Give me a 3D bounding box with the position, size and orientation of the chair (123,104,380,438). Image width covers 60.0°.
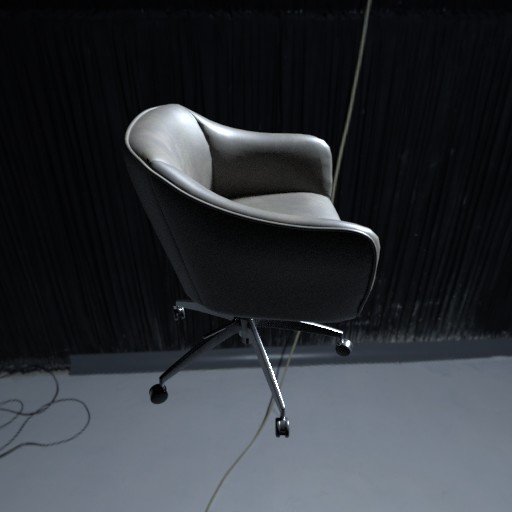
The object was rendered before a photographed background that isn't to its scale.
[{"bbox_3d":[0.000,0.000,1.364,0.689,0.827,0.713,-1,32,-2],"label":"chair"}]
